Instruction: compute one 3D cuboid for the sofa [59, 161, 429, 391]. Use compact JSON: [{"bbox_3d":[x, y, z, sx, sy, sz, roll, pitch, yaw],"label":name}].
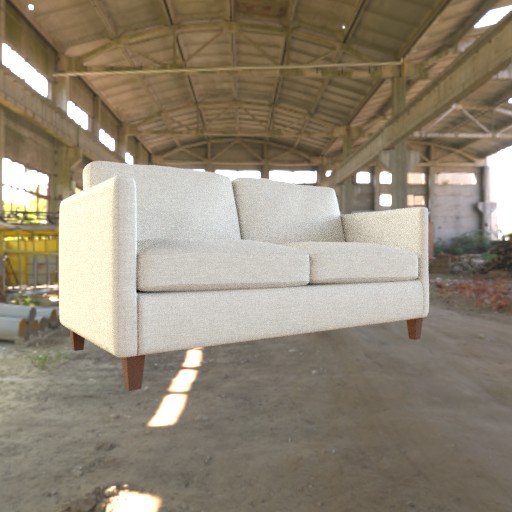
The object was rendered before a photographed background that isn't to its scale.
[{"bbox_3d":[0.000,0.000,2.420,1.838,0.963,0.950,0,0,-35],"label":"sofa"}]
